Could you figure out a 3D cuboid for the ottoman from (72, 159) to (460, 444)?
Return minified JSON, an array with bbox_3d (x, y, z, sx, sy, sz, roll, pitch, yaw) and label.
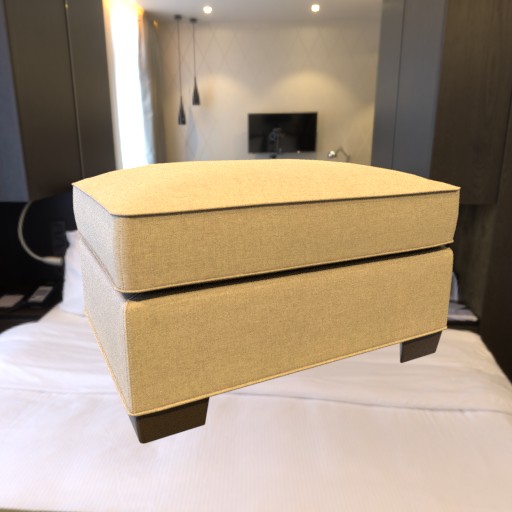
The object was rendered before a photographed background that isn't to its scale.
[{"bbox_3d":[0.000,0.000,1.203,0.843,0.504,0.619,-8,17,-27],"label":"ottoman"}]
